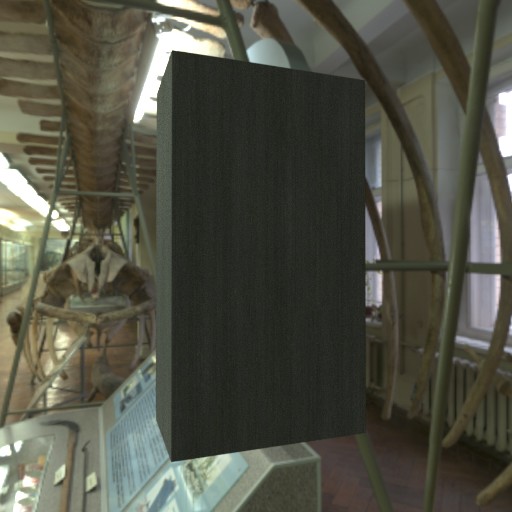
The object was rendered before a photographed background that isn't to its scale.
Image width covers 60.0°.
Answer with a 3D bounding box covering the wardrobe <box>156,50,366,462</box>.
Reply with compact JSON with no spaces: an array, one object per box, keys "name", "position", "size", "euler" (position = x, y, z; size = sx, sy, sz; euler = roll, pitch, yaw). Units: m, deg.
[{"name":"wardrobe","position":[0.000,0.000,2.379],"size":[0.991,1.808,0.577],"euler":[0,-1,-20]}]
